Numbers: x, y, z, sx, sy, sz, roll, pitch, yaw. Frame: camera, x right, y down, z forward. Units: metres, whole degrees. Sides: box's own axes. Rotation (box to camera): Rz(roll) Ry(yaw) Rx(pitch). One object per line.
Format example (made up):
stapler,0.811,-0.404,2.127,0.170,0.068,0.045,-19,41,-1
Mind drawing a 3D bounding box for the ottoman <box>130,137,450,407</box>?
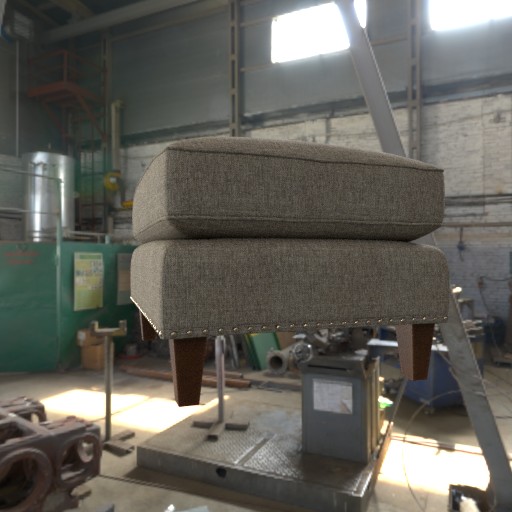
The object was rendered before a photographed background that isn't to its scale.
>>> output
ottoman,0.000,0.000,1.146,0.584,0.513,0.741,0,0,-19
